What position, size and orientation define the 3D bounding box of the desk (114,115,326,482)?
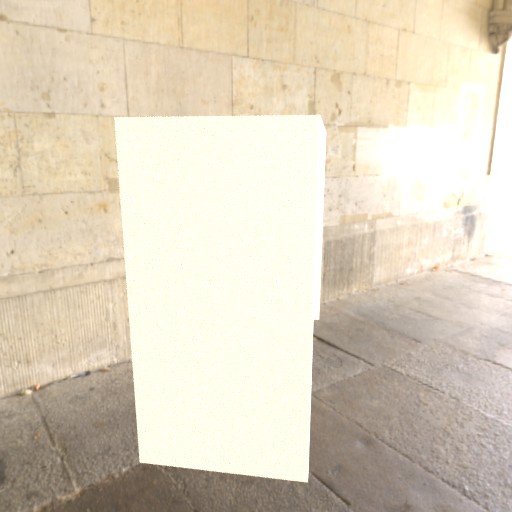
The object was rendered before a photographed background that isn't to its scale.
[{"bbox_3d":[0.000,0.000,1.413,0.400,0.790,1.000,2,14,9],"label":"desk"}]
